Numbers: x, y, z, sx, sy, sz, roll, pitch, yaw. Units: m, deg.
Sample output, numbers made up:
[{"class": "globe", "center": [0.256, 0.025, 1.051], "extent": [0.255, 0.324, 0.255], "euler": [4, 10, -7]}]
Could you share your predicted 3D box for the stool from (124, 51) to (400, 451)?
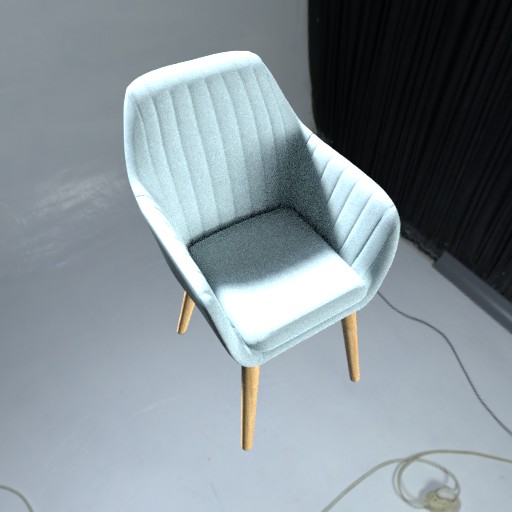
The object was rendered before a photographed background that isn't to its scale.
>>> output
[{"class": "stool", "center": [0.000, 0.000, 1.180], "extent": [0.503, 0.830, 0.590], "euler": [-24, 52, -21]}]
